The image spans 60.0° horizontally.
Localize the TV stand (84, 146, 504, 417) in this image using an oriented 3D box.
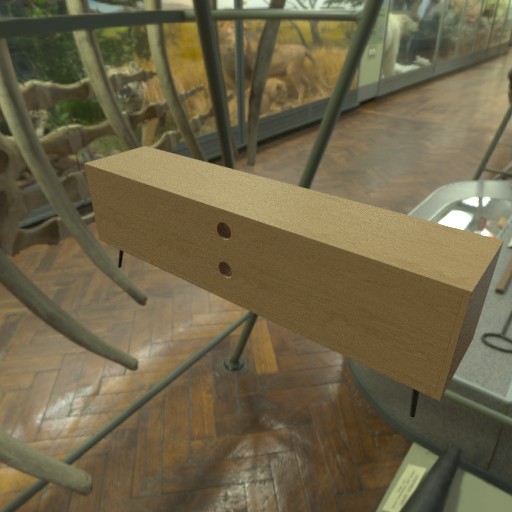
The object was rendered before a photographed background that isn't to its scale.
[{"bbox_3d":[0.000,0.000,1.925,1.760,0.580,0.400,21,36,32],"label":"TV stand"}]
